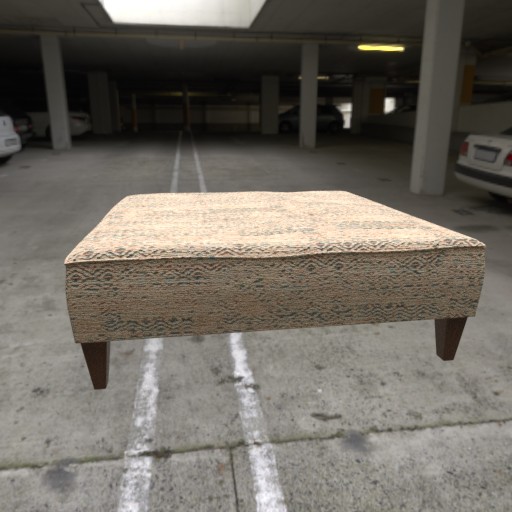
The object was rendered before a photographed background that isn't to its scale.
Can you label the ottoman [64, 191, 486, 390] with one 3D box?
[{"bbox_3d":[0.000,0.000,1.490,0.968,0.356,1.004,-2,16,-9],"label":"ottoman"}]
